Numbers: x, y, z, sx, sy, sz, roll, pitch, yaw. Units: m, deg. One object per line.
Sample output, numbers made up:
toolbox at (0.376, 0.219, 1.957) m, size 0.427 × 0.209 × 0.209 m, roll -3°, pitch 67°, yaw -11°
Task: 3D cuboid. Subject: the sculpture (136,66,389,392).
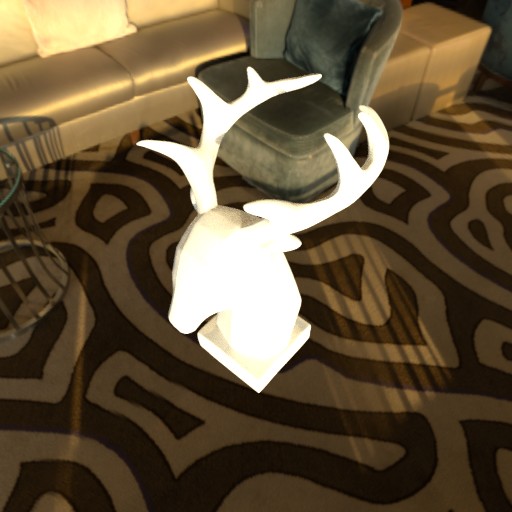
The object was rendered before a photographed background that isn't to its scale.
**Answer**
sculpture at (0.000, 0.000, 0.459) m, size 0.174 × 0.329 × 0.224 m, roll 32°, pitch 55°, yaw 26°
